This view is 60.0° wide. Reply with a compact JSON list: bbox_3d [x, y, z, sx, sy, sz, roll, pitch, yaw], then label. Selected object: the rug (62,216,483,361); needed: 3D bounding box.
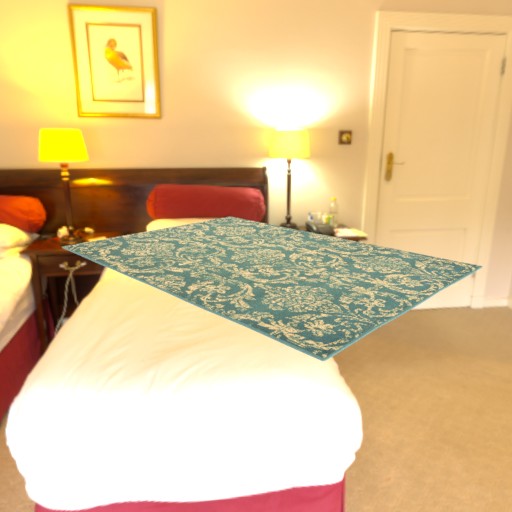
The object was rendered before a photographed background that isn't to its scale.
[{"bbox_3d":[0.000,0.000,2.814,2.205,0.012,1.554,15,22,43],"label":"rug"}]
